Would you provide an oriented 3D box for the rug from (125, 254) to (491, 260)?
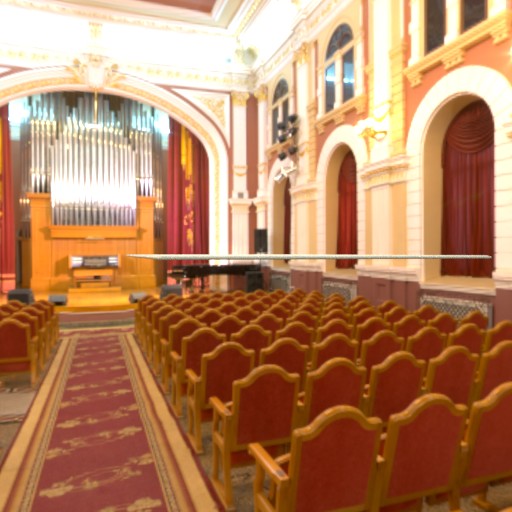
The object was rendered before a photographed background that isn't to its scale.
[{"bbox_3d":[0.000,0.000,2.314,1.219,0.012,1.840,0,0,-19],"label":"rug"}]
